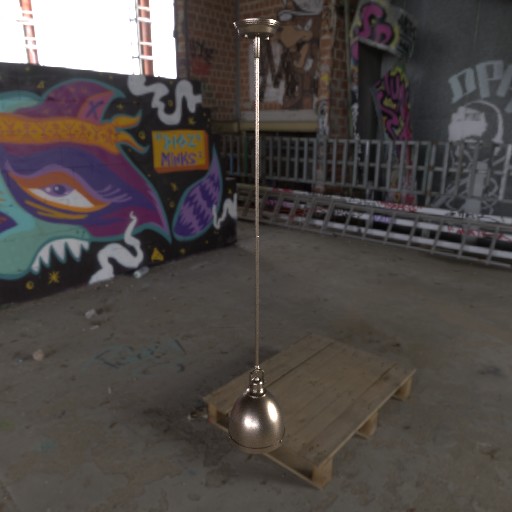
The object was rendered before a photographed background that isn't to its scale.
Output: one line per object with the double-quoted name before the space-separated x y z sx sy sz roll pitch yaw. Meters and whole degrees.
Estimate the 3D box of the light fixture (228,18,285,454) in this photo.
"light fixture" 0.000 0.000 1.445 0.217 1.367 0.211 -9 18 -28
